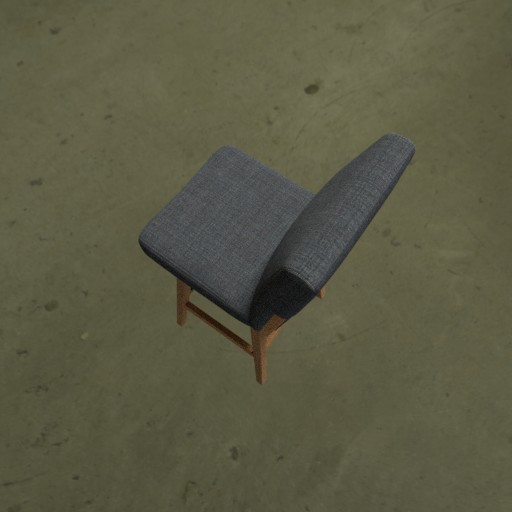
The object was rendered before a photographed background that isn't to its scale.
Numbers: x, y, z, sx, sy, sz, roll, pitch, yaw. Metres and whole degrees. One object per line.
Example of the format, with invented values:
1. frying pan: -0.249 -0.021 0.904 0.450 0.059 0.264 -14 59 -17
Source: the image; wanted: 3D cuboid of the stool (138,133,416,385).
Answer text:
1. stool: 0.000 0.000 1.426 0.570 1.112 0.483 33 69 15
